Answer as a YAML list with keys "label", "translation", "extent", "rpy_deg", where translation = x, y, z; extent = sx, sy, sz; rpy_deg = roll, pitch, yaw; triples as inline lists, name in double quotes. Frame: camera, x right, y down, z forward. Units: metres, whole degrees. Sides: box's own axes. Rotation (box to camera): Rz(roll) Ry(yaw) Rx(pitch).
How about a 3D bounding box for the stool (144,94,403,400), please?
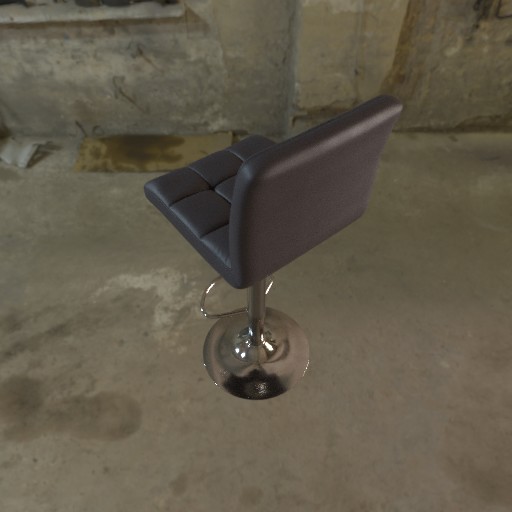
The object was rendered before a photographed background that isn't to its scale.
- label: "stool"
  translation: [0.000, 0.000, 1.362]
  extent: [0.430, 1.115, 0.505]
  rpy_deg: [-31, 55, -25]
